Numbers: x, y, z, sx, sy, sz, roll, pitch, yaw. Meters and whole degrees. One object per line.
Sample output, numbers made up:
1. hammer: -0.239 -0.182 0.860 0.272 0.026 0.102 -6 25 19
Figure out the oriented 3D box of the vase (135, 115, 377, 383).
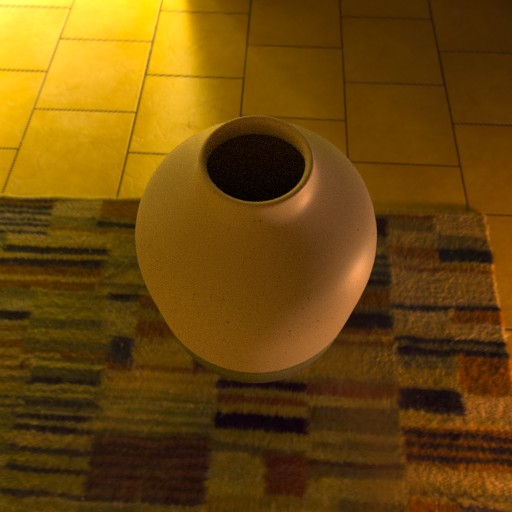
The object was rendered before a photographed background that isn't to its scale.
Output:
1. vase: 0.000 0.000 0.349 0.169 0.240 0.169 0 64 0
